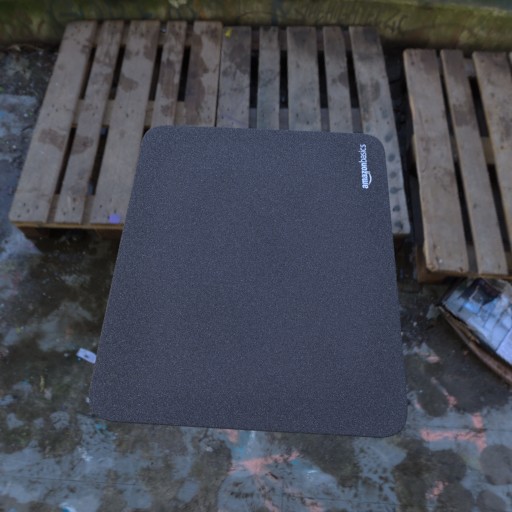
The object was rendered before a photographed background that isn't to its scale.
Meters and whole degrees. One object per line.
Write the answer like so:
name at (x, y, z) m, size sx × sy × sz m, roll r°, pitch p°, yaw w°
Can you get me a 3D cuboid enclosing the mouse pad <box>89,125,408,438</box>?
mouse pad at (0.000, 0.000, 0.339) m, size 0.211 × 0.002 × 0.249 m, roll 3°, pitch 64°, yaw 1°
